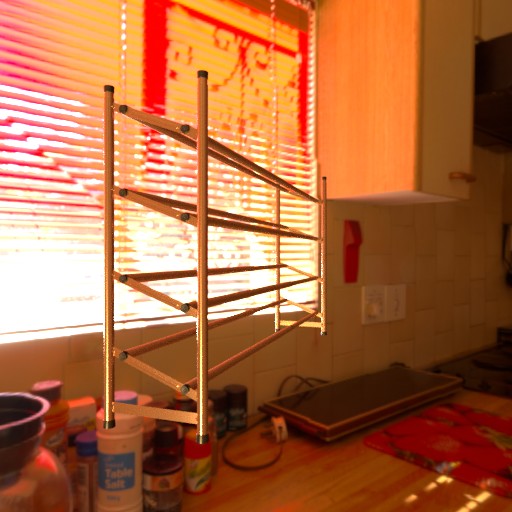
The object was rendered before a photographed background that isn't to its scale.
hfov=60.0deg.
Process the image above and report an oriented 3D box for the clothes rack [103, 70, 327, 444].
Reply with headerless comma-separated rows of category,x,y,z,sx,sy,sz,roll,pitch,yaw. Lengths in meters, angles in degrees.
clothes rack,0.000,0.000,1.378,0.229,0.672,1.168,0,0,20
